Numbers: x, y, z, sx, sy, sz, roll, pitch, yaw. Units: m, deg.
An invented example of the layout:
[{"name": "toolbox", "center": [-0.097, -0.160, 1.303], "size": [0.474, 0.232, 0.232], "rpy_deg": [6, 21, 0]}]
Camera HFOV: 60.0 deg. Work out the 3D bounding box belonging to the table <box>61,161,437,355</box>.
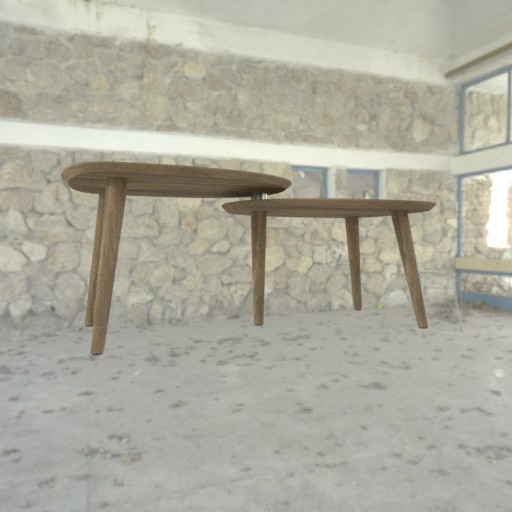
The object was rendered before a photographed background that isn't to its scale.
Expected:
[{"name": "table", "center": [0.000, 0.000, 1.347], "size": [1.084, 0.429, 0.527], "rpy_deg": [-1, 2, -20]}]
